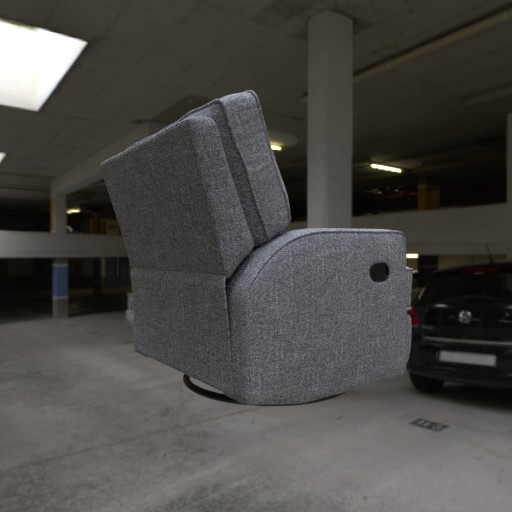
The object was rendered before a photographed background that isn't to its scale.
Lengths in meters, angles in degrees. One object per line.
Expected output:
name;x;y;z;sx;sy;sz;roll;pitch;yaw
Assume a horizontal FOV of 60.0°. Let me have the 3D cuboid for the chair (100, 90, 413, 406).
chair;0.000;0.000;1.705;0.964;0.962;0.861;0;0;-36
